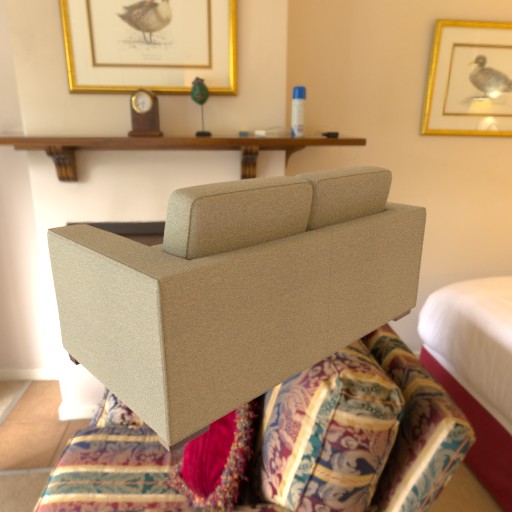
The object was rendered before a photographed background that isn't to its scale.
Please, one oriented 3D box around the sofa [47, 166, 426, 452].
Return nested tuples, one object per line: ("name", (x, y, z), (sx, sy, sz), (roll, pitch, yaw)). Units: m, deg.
("sofa", (0.000, 0.000, 2.398), (1.812, 0.924, 1.007), (-16, 23, -41))
